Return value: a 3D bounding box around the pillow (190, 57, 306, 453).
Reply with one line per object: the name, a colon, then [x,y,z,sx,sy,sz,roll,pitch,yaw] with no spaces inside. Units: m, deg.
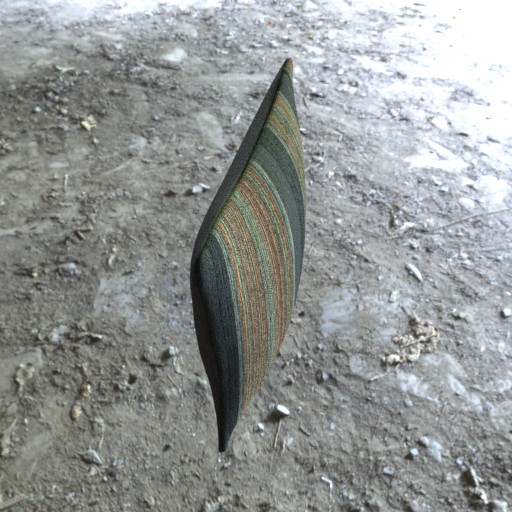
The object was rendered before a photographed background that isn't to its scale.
pillow: [0.000,0.000,0.657,0.136,0.419,0.437,10,47,9]
